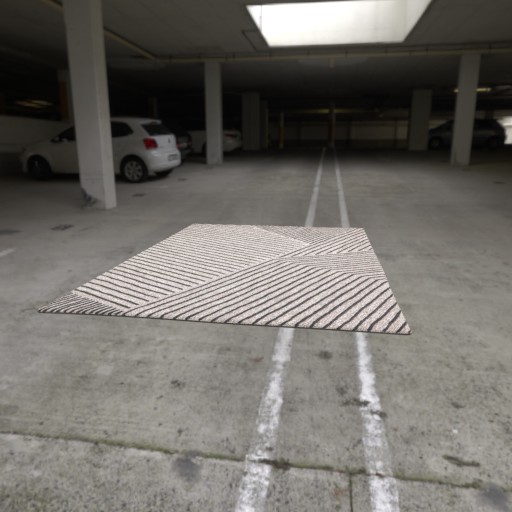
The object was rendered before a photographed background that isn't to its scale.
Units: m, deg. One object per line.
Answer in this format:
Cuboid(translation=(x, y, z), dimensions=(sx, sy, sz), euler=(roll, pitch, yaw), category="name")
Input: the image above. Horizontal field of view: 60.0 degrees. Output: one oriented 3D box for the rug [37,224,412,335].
Cuboid(translation=(0.000, 0.000, 2.302), dimensions=(1.237, 0.019, 1.842), euler=(2, 14, 9), category="rug")
